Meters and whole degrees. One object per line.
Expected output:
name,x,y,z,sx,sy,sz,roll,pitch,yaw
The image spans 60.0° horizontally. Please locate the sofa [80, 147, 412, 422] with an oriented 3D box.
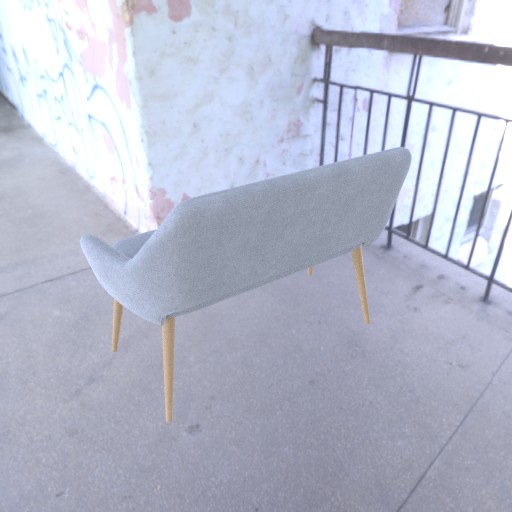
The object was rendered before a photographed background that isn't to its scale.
sofa,0.000,0.000,1.632,1.150,0.840,0.610,-19,36,-28
